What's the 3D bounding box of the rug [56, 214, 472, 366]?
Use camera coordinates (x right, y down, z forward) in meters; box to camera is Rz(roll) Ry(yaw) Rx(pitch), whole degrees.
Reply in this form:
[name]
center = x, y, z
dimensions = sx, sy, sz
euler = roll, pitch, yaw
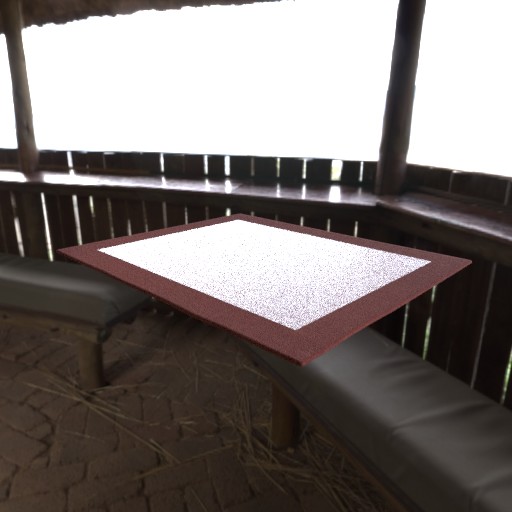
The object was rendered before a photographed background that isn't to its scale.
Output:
[rug]
center = 0.000, 0.000, 4.059
dimensions = 2.976, 0.018, 2.430
euler = 16, 23, 42
